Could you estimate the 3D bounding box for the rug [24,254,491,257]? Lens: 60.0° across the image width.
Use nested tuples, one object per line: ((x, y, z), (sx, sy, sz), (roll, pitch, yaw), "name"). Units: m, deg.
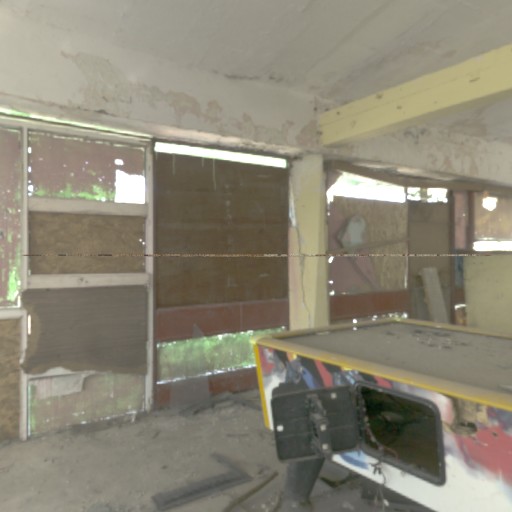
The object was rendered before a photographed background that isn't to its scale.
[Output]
((0.000, 0.000, 2.382), (1.918, 0.007, 1.268), (0, 0, 0), "rug")
